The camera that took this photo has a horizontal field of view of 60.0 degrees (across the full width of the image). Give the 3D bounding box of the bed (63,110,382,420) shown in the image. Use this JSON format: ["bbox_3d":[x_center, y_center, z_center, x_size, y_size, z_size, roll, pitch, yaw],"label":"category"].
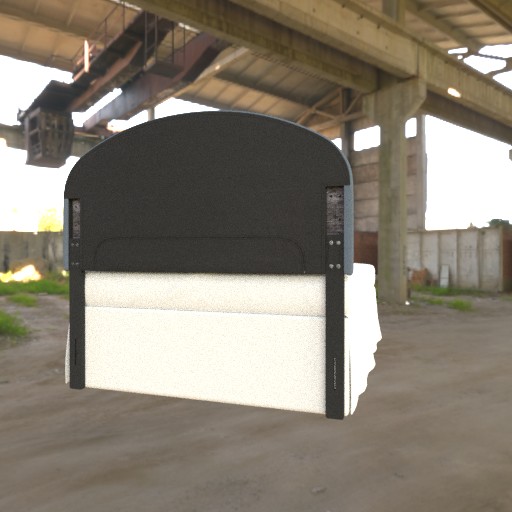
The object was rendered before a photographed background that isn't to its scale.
[{"bbox_3d":[0.000,0.000,3.080,1.607,1.410,2.005,0,0,18],"label":"bed"}]
